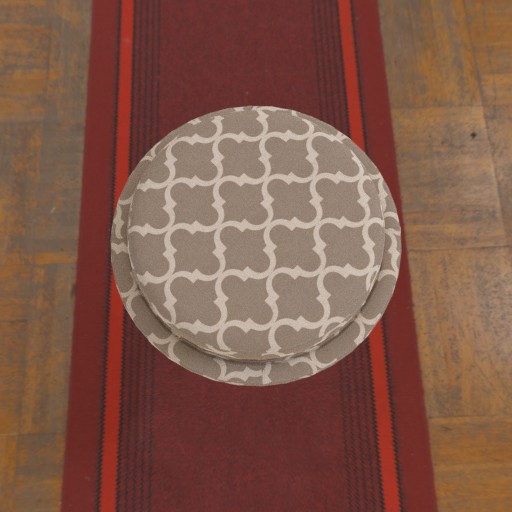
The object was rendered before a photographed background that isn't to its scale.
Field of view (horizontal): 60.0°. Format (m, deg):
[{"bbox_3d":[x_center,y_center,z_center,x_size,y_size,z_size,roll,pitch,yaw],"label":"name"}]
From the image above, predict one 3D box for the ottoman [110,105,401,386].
[{"bbox_3d":[0.000,0.000,0.856,0.480,0.429,0.480,0,76,0],"label":"ottoman"}]
